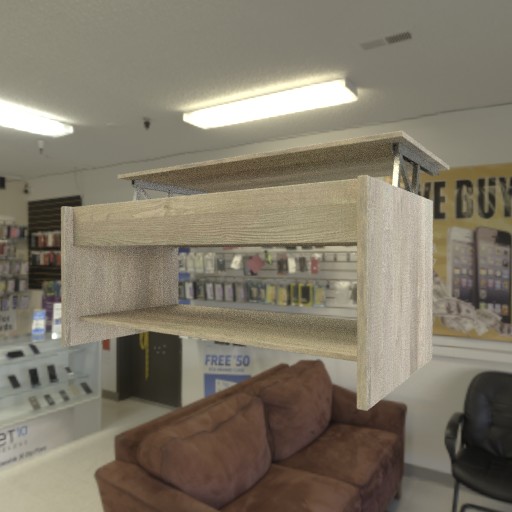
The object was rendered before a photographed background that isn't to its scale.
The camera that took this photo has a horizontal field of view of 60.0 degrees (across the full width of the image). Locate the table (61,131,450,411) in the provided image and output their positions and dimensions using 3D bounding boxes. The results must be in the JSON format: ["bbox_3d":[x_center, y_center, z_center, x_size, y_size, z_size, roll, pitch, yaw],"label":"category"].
[{"bbox_3d":[0.000,0.000,1.400,1.000,0.570,0.712,0,1,35],"label":"table"}]
